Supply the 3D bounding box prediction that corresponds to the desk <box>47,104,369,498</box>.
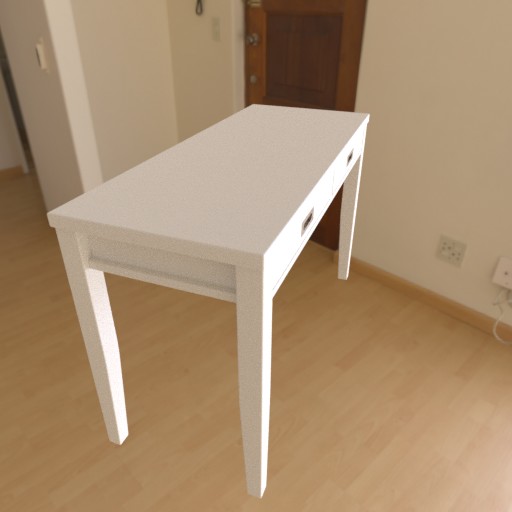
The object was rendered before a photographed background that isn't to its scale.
[{"bbox_3d":[0.000,0.000,1.573,0.508,0.775,1.220,11,32,18],"label":"desk"}]
